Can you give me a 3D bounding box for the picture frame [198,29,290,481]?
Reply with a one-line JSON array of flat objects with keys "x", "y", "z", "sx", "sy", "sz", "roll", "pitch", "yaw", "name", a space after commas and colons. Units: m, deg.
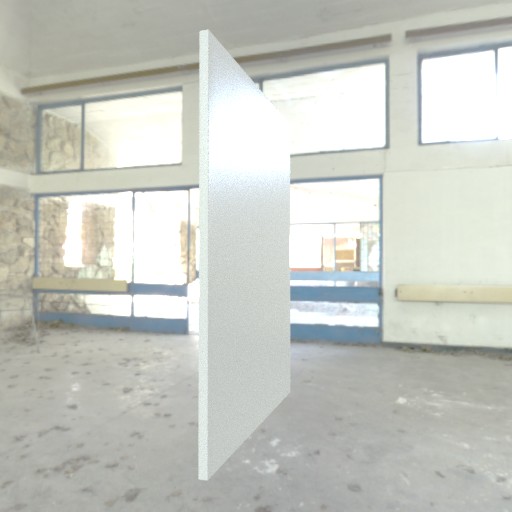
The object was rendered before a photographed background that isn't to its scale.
[{"x": 0.000, "y": 0.000, "z": 0.704, "sx": 0.012, "sy": 0.534, "sz": 0.381, "roll": 0, "pitch": -1, "yaw": 19, "name": "picture frame"}]
